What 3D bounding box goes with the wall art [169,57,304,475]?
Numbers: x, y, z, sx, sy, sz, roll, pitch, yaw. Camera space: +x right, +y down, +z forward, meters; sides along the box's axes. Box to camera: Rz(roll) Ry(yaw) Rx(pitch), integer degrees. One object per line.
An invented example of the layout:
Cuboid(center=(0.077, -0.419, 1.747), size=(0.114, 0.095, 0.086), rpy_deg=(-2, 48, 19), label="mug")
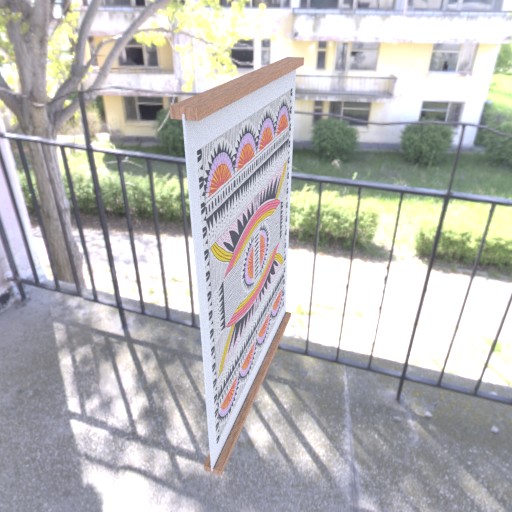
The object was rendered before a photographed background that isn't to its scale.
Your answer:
Cuboid(center=(0.000, 0.000, 0.690), size=(0.028, 0.527, 0.403), rpy_deg=(10, 32, 16), label="wall art")
